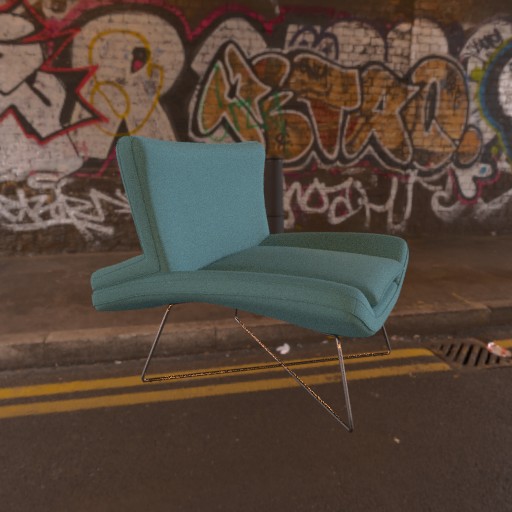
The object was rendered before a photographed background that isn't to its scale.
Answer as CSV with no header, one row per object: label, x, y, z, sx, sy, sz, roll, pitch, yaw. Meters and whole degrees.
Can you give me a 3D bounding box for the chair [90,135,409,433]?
chair,0.000,0.000,1.664,1.008,0.855,0.859,7,15,26
